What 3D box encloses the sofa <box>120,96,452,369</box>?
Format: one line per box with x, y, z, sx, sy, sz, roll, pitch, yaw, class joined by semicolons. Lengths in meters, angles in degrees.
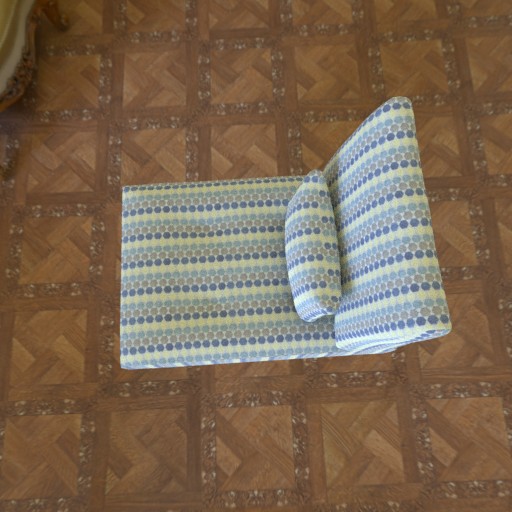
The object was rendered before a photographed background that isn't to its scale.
0.000;0.000;1.546;1.000;0.820;0.700;-4;75;-1;sofa
